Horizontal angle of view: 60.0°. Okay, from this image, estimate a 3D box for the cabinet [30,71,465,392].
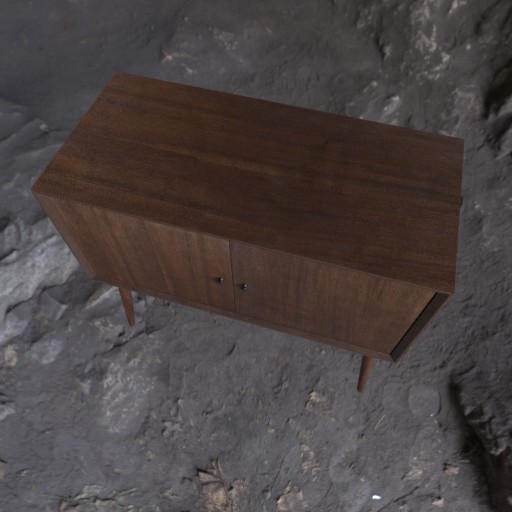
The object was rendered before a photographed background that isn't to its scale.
[{"bbox_3d":[0.000,0.000,1.107,0.743,0.654,0.354,14,59,9],"label":"cabinet"}]
